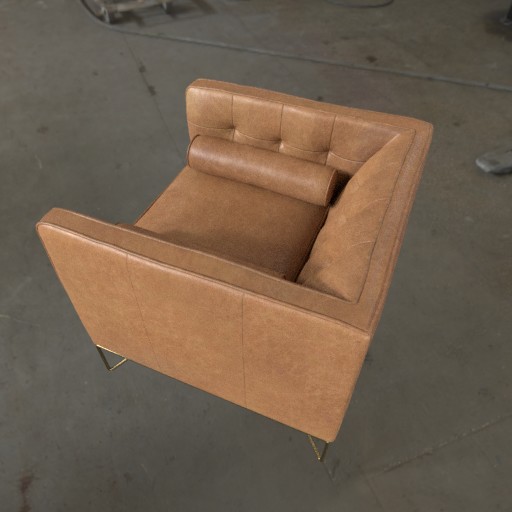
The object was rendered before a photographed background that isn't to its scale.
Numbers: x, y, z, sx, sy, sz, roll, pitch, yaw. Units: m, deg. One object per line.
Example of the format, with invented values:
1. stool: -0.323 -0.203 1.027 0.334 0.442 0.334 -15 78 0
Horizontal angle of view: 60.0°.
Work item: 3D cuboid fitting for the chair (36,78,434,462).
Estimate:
1. chair: 0.000 0.000 1.585 0.912 0.797 0.920 18 50 15
